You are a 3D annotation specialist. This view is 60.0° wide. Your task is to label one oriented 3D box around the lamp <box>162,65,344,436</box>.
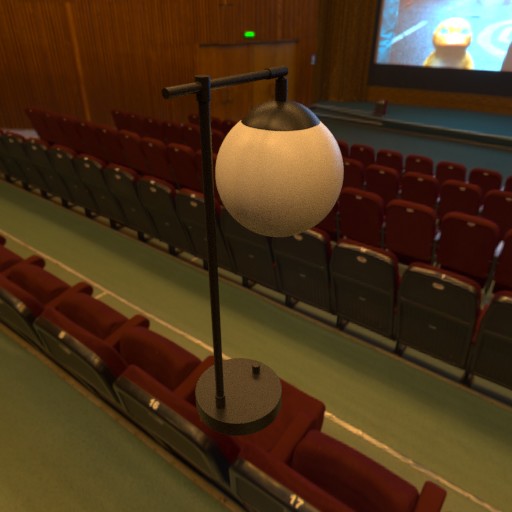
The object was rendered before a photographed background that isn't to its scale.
[{"bbox_3d":[0.000,0.000,0.707,0.197,0.559,0.316,20,36,31],"label":"lamp"}]
